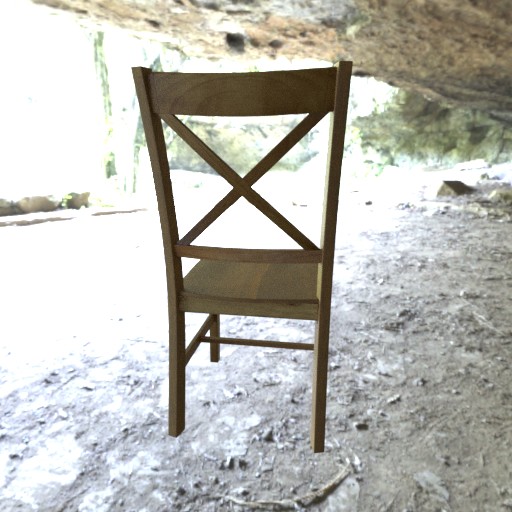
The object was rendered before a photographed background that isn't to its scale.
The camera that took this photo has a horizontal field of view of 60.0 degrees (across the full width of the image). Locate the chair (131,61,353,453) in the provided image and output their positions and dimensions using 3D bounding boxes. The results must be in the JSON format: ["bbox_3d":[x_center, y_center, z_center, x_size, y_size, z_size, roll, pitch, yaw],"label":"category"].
[{"bbox_3d":[0.000,0.000,1.312,0.485,0.983,0.542,2,15,9],"label":"chair"}]
